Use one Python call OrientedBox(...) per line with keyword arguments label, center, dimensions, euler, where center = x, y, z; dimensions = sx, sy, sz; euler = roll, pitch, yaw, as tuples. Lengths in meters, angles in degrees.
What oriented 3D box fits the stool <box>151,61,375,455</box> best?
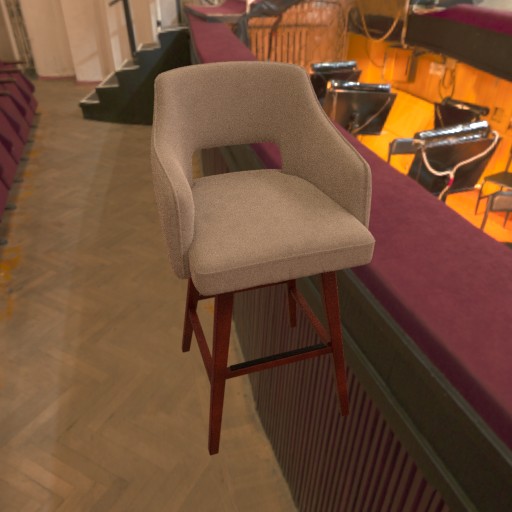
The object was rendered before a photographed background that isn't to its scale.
OrientedBox(label="stool", center=(0.000, 0.000, 1.344), dimensions=(0.548, 1.012, 0.558), euler=(-10, 34, -15))
